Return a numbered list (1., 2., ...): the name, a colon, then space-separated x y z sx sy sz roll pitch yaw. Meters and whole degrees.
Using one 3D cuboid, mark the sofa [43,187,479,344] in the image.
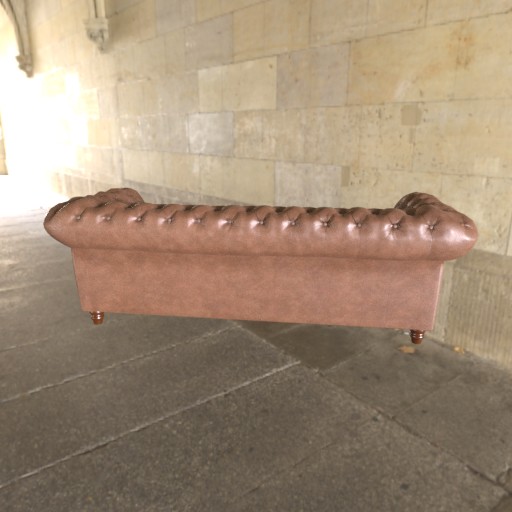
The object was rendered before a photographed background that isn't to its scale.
1. sofa: 0.000 0.000 2.814 2.385 0.783 0.944 2 16 8
